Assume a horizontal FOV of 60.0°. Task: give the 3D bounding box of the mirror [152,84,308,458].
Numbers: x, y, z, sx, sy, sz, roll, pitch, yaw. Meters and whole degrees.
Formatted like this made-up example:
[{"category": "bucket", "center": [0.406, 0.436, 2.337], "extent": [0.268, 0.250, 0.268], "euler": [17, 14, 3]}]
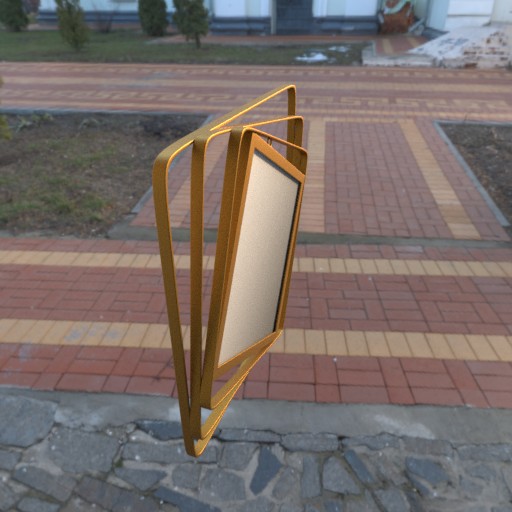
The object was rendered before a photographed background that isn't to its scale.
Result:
[{"category": "mirror", "center": [0.000, 0.000, 0.716], "extent": [0.045, 0.468, 0.470], "euler": [11, 32, 18]}]
